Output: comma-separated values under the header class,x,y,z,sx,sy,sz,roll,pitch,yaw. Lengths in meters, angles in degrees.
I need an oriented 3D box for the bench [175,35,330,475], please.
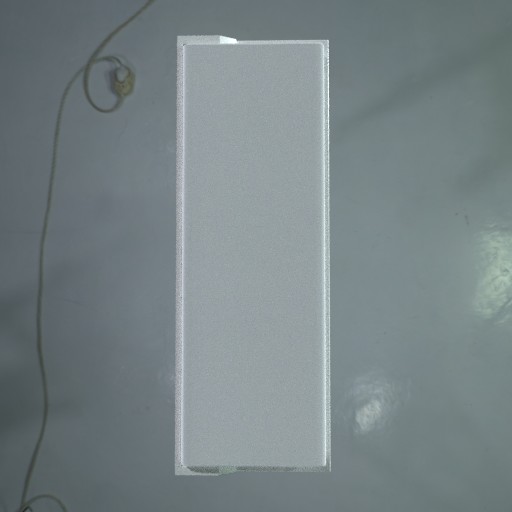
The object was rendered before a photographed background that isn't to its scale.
class,x,y,z,sx,sy,sz,roll,pitch,yaw
bench,0.000,0.000,1.262,0.346,0.589,0.987,0,88,1
